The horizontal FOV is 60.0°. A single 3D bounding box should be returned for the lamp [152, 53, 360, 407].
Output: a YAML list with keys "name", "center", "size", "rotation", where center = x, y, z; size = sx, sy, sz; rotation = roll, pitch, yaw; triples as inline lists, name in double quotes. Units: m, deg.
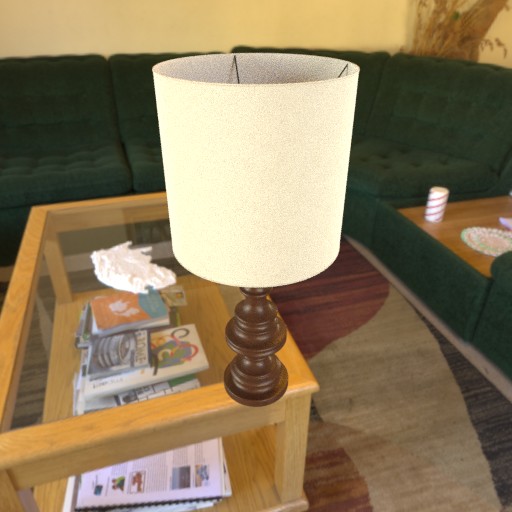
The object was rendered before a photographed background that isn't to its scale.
- name: "lamp"
  center: [0.000, 0.000, 0.572]
  size: [0.208, 0.455, 0.208]
  rotation: [-20, 36, -29]
